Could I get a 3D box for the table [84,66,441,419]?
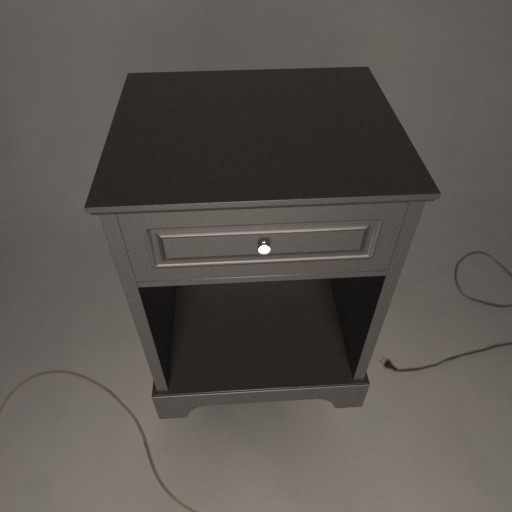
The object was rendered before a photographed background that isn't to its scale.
[{"bbox_3d":[0.000,0.000,0.924,0.460,0.610,0.399,-3,46,-3],"label":"table"}]
